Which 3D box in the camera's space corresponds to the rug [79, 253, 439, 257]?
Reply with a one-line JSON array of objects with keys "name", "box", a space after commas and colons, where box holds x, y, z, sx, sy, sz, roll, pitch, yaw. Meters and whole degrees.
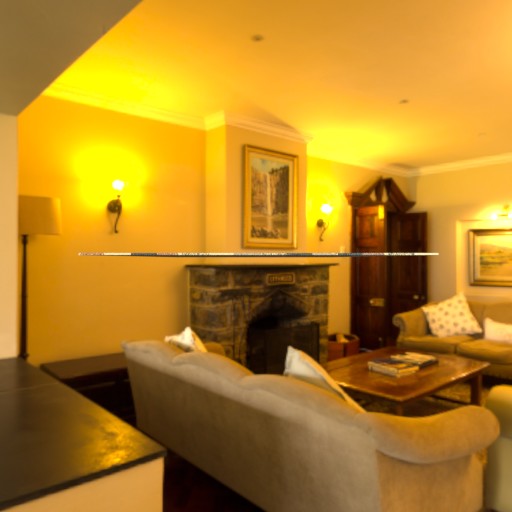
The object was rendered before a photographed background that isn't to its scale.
[{"name": "rug", "box": [0.000, 0.000, 3.060, 1.513, 0.008, 2.423, 0, 0, -1]}]
